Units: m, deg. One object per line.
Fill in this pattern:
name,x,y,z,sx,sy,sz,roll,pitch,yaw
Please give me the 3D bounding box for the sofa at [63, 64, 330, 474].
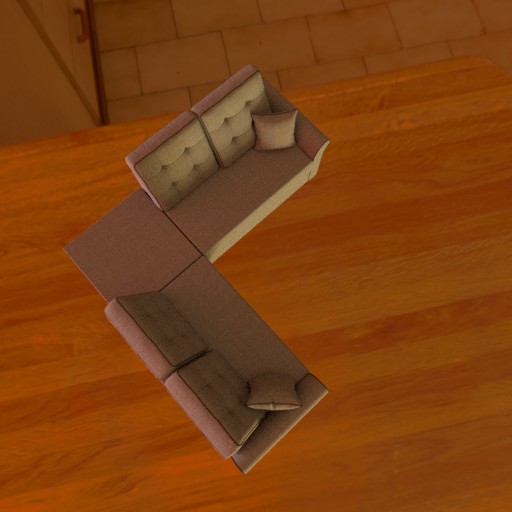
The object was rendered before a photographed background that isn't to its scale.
sofa,0.000,0.000,3.271,2.070,0.988,2.068,-41,79,-10
